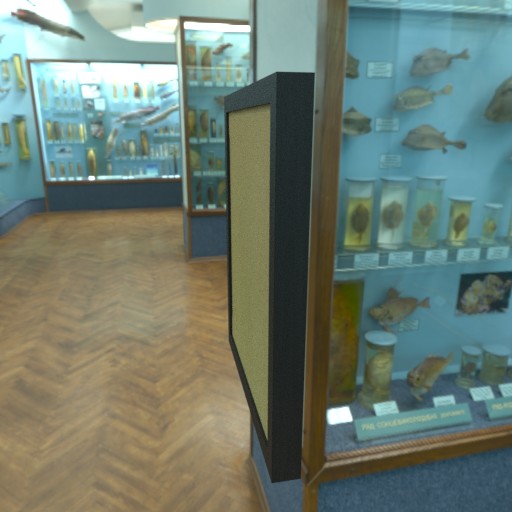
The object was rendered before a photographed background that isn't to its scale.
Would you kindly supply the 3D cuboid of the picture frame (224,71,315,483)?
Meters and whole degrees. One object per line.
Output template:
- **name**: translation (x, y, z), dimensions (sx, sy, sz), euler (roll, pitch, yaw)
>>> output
- **picture frame**: translation (0.000, 0.000, 0.782), dimensions (0.044, 0.555, 0.452), euler (-3, 17, -11)
